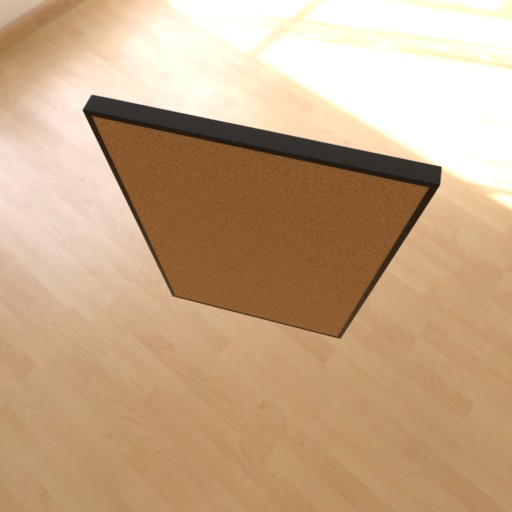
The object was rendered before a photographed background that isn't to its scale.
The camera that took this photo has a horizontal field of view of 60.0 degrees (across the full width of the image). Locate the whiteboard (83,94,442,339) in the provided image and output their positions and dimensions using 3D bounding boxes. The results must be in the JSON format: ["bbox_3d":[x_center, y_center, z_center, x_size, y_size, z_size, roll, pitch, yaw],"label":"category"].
[{"bbox_3d":[0.000,0.000,0.766,0.406,0.611,0.026,13,65,6],"label":"whiteboard"}]
